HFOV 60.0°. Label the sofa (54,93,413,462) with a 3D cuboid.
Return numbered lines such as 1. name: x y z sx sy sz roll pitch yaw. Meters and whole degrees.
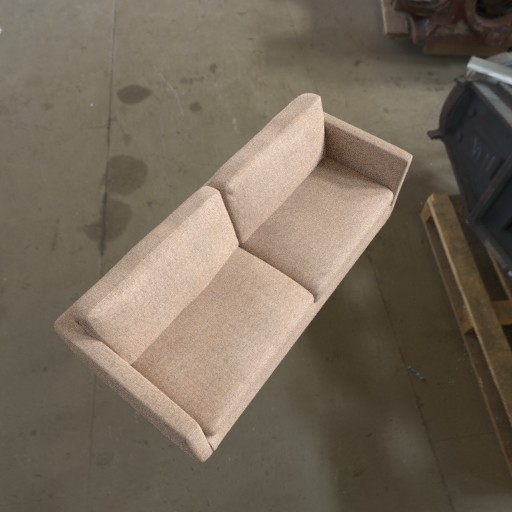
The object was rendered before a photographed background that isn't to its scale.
1. sofa: 0.000 0.000 2.763 0.951 0.965 2.208 33 63 19
